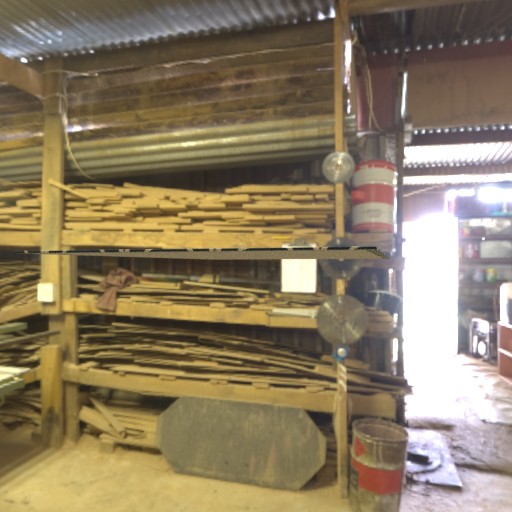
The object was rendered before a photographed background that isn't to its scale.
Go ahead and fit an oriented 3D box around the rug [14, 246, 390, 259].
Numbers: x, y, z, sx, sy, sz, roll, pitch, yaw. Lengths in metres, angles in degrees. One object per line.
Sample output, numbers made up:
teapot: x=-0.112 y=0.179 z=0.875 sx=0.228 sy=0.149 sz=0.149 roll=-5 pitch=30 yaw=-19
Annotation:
rug: x=0.000 y=0.000 z=2.699 sx=1.524 sy=0.010 sz=2.134 roll=0 pitch=-1 yaw=18
